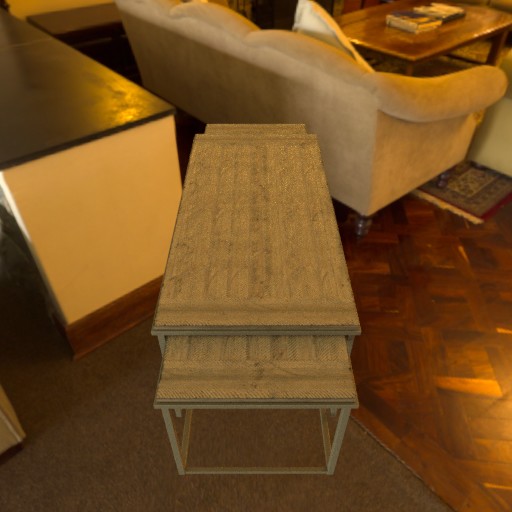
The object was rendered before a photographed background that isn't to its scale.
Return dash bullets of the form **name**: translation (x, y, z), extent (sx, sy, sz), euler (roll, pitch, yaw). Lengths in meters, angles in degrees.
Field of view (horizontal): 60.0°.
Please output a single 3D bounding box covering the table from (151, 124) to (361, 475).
- **table**: translation (0.000, 0.000, 1.528), extent (0.489, 0.427, 1.312), euler (0, 42, 0)
